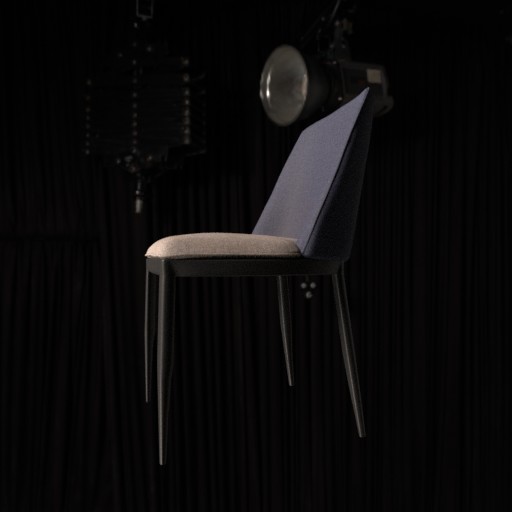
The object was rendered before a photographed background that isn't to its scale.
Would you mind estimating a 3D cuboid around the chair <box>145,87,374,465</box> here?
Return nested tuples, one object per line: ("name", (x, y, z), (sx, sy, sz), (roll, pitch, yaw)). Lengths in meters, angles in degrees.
("chair", (0.000, 0.000, 1.168), (0.551, 0.839, 0.480), (0, 0, -18))
